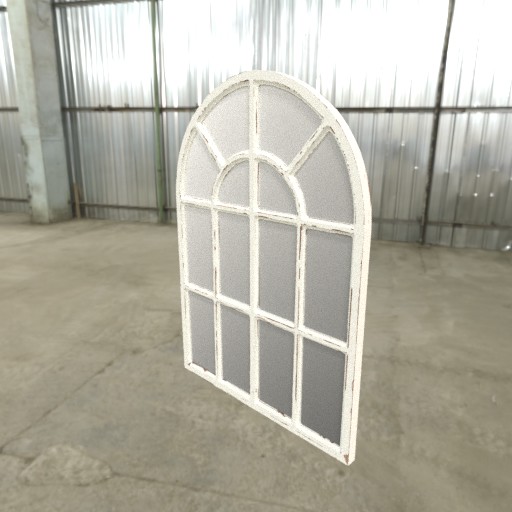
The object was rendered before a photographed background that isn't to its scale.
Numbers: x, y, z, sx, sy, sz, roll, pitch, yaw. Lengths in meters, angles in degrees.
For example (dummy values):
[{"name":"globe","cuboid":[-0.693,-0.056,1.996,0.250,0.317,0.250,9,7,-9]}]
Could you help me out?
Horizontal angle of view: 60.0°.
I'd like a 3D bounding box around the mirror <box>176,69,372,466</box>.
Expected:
[{"name":"mirror","cuboid":[0.000,0.000,1.183,0.660,0.920,0.032,15,22,43]}]
